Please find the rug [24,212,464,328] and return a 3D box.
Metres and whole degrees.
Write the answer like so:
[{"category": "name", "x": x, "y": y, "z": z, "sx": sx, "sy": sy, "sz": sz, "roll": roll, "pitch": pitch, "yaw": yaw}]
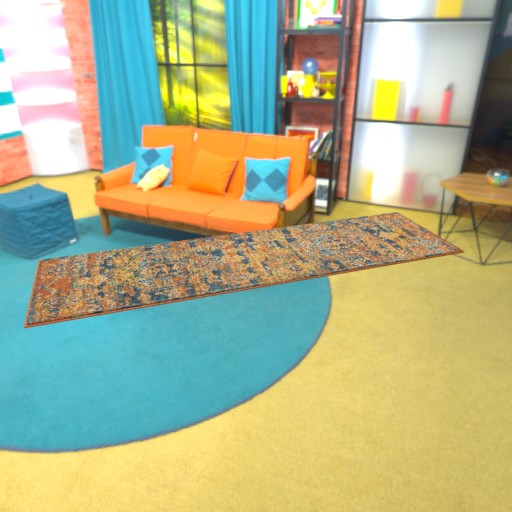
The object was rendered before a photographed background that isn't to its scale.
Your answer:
[{"category": "rug", "x": 0.000, "y": 0.000, "z": 2.455, "sx": 2.274, "sy": 0.016, "sz": 0.651, "roll": -9, "pitch": 28, "yaw": -17}]
